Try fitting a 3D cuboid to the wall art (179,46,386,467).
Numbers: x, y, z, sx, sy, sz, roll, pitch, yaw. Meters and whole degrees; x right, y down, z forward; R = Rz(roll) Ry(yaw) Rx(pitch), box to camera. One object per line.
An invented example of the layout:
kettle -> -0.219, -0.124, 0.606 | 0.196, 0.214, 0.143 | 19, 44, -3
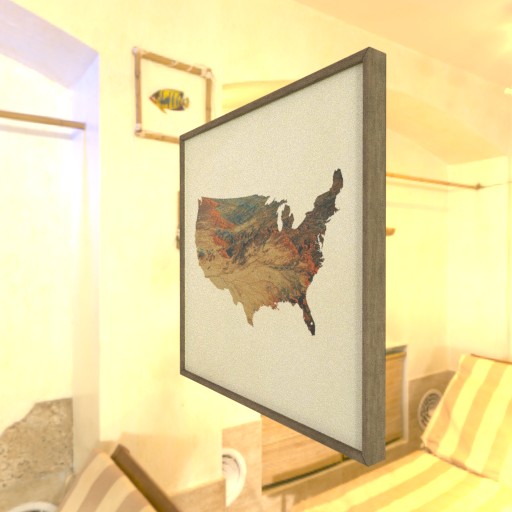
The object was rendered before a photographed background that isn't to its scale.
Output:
wall art -> 0.000, 0.000, 1.106 | 0.050, 0.751, 0.749 | 0, 1, -36
